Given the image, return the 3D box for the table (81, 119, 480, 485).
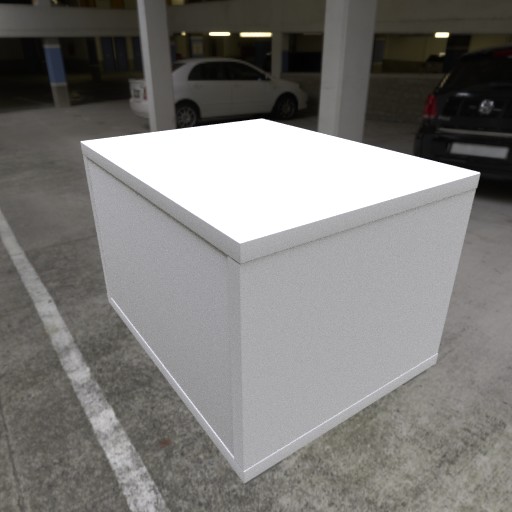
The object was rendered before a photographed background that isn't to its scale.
[{"bbox_3d":[0.000,0.000,0.780,0.399,0.357,0.517,-18,32,-31],"label":"table"}]
